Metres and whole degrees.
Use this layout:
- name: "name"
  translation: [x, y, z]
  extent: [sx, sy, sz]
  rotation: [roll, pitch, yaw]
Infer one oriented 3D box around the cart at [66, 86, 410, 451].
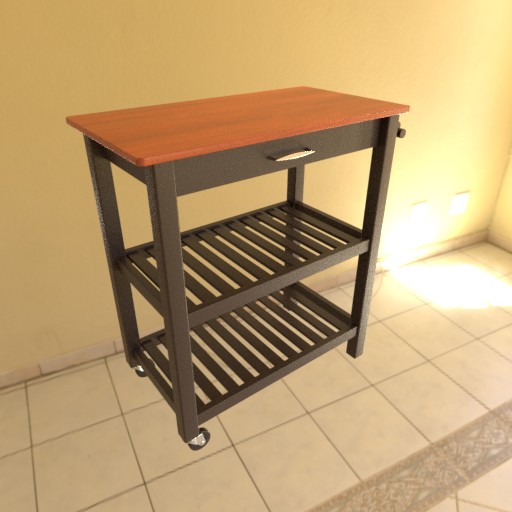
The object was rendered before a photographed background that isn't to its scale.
- name: "cart"
  translation: [0.000, 0.000, 1.451]
  extent: [0.899, 0.927, 0.457]
  rotation: [-20, 35, -32]
